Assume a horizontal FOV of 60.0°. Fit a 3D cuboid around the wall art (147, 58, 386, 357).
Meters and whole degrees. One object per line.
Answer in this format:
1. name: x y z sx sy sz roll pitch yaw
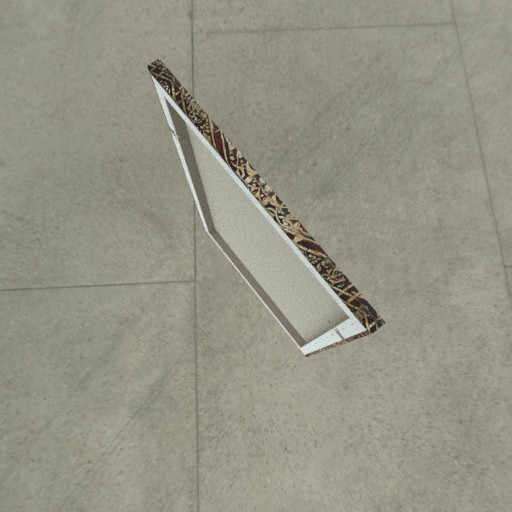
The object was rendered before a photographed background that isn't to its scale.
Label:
1. wall art: 0.000 0.000 1.166 0.030 0.904 0.599 -37 78 -9
